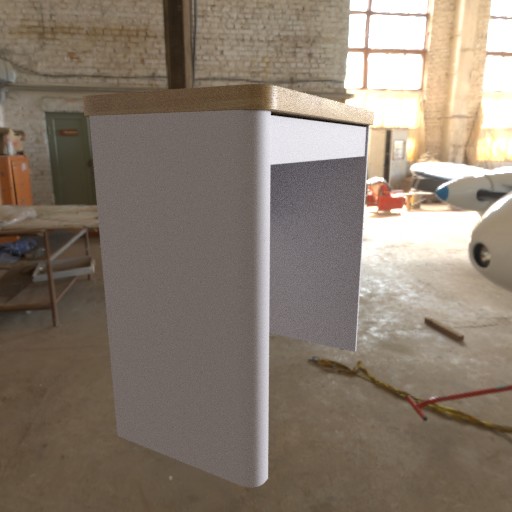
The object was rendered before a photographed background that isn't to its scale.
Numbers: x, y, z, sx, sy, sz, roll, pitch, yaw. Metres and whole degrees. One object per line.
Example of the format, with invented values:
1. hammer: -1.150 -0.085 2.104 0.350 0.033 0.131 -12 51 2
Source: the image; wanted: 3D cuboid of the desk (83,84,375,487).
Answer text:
1. desk: 0.000 0.000 1.227 0.440 0.790 0.760 7 16 27
